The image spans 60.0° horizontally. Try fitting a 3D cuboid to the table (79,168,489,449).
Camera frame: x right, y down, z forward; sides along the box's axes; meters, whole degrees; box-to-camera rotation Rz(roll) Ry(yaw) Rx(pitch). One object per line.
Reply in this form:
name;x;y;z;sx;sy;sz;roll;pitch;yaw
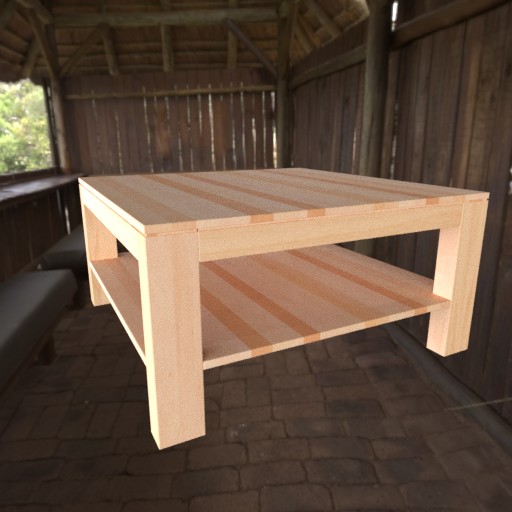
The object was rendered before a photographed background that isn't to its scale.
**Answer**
table;0.000;0.000;1.395;0.900;0.450;0.900;-8;18;-27
